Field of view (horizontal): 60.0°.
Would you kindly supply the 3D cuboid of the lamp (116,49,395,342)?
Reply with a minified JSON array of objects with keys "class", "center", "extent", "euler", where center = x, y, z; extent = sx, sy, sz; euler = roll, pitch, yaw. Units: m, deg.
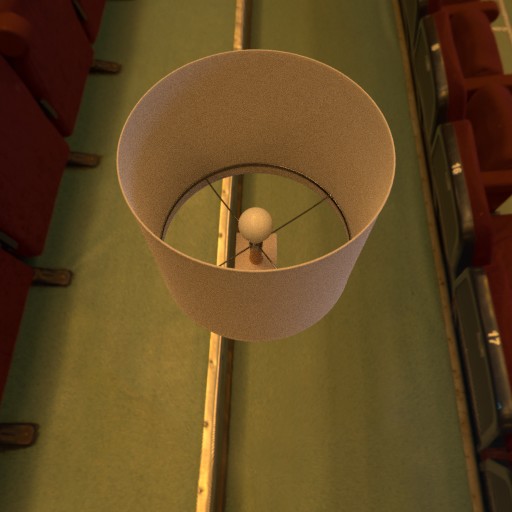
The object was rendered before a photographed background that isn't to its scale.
[{"class":"lamp","center":[0.000,0.000,0.554],"extent":[0.229,0.417,0.229],"euler":[1,64,1]}]
